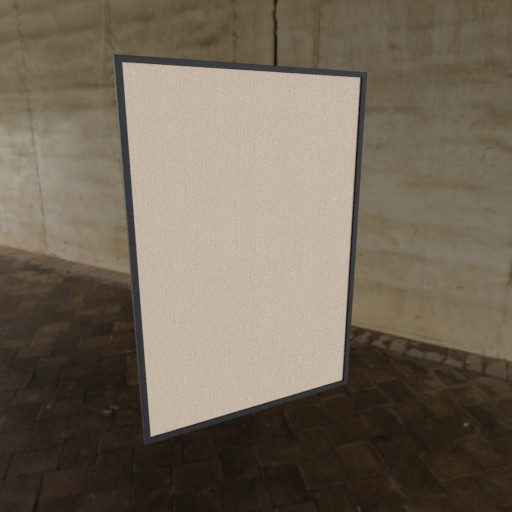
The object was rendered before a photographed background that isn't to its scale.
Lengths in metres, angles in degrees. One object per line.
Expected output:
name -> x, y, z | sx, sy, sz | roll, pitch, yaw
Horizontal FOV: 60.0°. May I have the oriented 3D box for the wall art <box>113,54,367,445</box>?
wall art -> 0.000, 0.000, 0.822 | 0.457, 0.657, 0.013 | -8, 18, -25
